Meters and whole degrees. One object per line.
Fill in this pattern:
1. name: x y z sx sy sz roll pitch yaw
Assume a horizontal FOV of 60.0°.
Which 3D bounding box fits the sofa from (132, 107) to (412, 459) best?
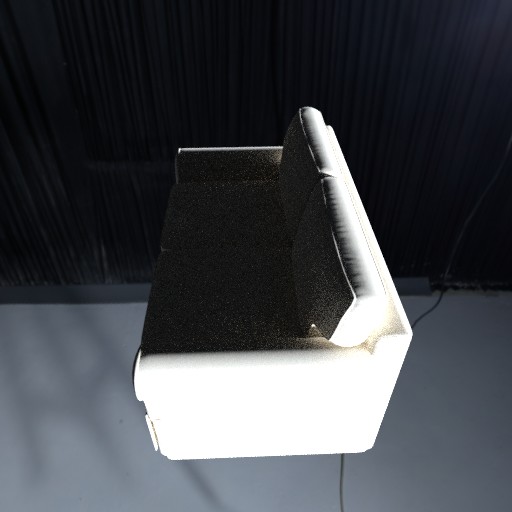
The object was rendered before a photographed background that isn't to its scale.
1. sofa: 0.000 0.000 2.276 0.991 0.940 1.727 -1 41 -2
